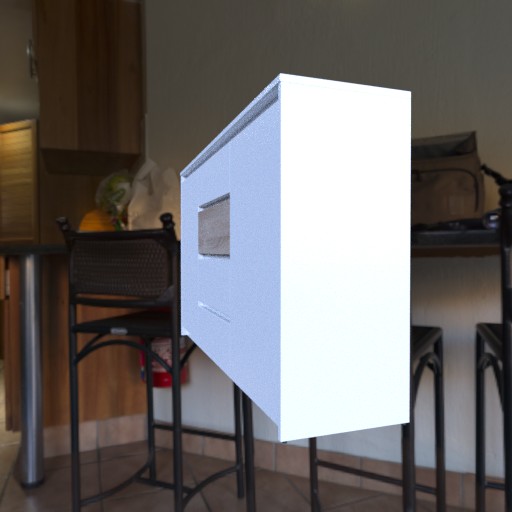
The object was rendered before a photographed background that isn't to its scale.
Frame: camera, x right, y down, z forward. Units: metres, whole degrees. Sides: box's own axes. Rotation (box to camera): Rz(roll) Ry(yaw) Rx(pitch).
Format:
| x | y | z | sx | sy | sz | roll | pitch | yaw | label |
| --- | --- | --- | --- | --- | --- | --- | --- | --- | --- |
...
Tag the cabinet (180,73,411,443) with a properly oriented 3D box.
| x | y | z | sx | sy | sz | roll | pitch | yaw | label |
| --- | --- | --- | --- | --- | --- | --- | --- | --- | --- |
| 0.000 | 0.000 | 1.820 | 0.380 | 0.900 | 1.450 | 0 | 1 | -19 | cabinet |
